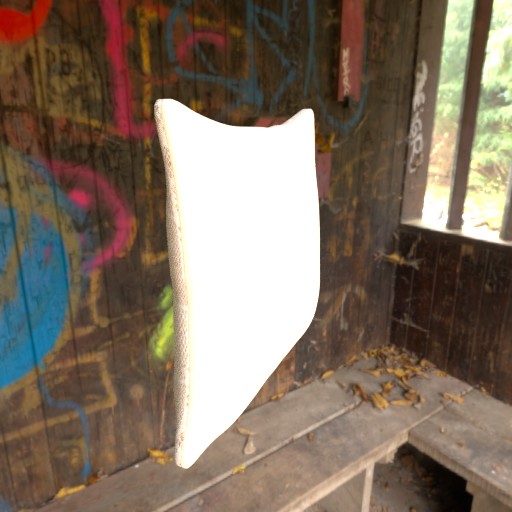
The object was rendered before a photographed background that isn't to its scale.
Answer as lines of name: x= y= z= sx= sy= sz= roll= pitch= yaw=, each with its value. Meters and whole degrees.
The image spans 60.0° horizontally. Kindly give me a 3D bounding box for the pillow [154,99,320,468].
pillow: x=0.000 y=0.000 z=0.670 sx=0.138 sy=0.432 sz=0.436 roll=8 pitch=18 yaw=24
